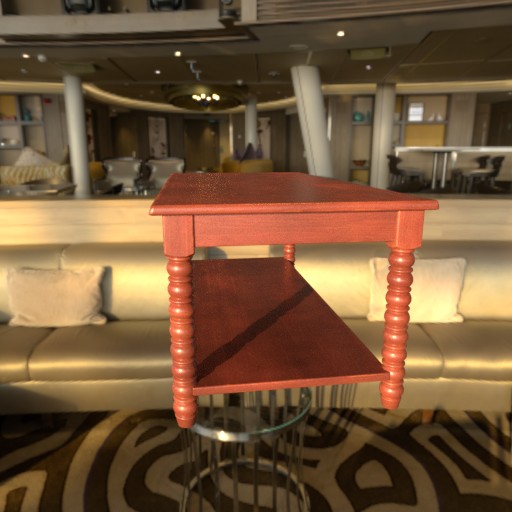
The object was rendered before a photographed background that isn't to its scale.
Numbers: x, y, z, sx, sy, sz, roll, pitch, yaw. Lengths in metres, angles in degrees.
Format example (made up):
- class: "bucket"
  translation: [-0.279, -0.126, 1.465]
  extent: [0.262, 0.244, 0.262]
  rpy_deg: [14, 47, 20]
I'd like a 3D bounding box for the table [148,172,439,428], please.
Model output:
- class: "table"
  translation: [0.000, 0.000, 1.463]
  extent: [0.580, 0.485, 1.171]
  rpy_deg: [-2, 14, -8]
